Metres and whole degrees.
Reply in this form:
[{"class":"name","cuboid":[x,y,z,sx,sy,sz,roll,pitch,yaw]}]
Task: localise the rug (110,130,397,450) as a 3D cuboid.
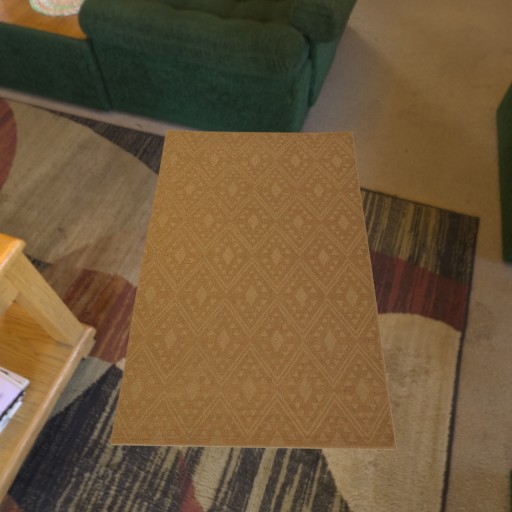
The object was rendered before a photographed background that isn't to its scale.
[{"class":"rug","cuboid":[0.000,0.000,3.026,1.553,0.053,2.430,1,58,1]}]
